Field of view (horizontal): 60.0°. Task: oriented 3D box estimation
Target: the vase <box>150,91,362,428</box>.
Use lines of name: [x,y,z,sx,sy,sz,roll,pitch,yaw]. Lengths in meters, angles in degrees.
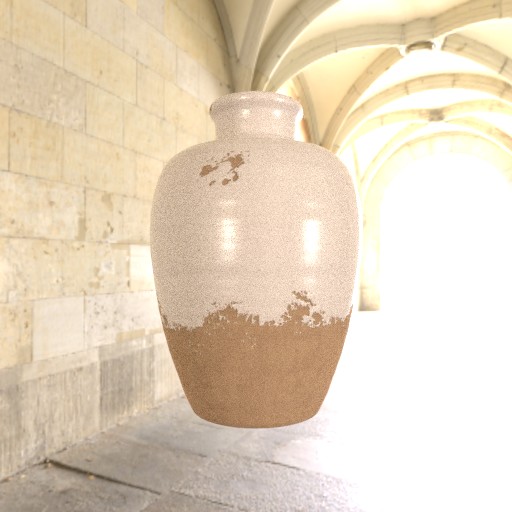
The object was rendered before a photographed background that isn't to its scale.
vase: [0.000,0.000,0.339,0.158,0.228,0.158,0,-1,0]
